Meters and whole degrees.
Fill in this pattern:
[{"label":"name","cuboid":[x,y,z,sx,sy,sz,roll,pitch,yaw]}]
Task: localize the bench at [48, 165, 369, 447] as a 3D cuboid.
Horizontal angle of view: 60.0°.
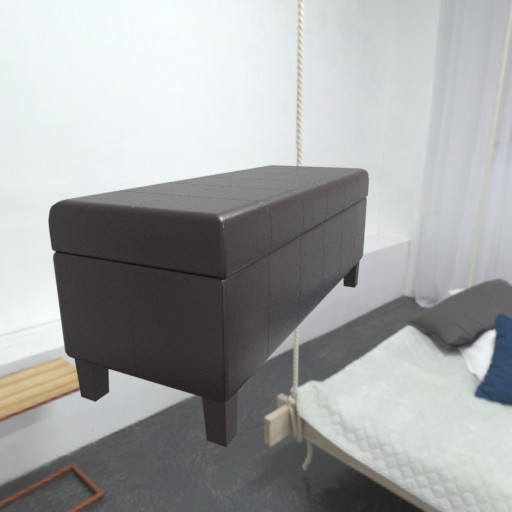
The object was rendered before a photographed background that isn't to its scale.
[{"label":"bench","cuboid":[0.000,0.000,1.335,0.429,0.457,1.092,8,18,25]}]
